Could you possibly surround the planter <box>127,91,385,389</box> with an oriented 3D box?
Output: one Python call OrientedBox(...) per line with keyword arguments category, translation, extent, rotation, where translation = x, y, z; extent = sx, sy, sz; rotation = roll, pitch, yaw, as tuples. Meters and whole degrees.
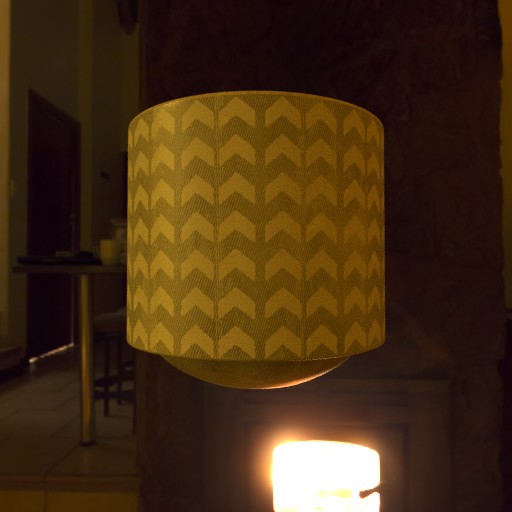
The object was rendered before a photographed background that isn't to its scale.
OrientedBox(category="planter", translation=(0.000, 0.000, 0.449), extent=(0.250, 0.239, 0.250), rotation=(0, -1, 0))
